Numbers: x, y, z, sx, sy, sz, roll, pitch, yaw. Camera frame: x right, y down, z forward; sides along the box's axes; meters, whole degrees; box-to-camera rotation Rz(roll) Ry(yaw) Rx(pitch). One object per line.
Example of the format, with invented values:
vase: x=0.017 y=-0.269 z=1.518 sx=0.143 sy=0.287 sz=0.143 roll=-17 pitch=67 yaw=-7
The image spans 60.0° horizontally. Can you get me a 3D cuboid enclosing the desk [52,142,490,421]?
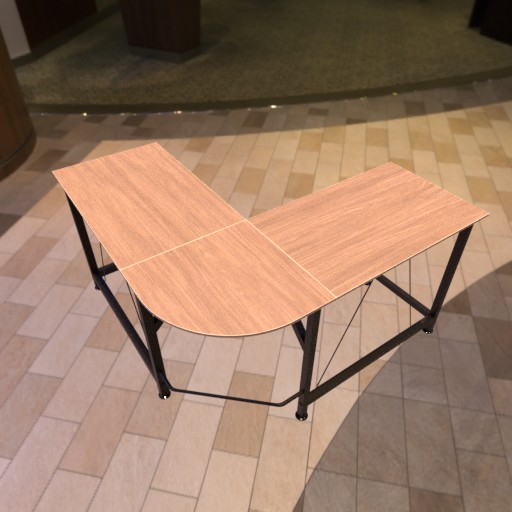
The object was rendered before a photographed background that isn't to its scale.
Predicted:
desk: x=0.000 y=0.000 z=2.227 sx=1.400 sy=0.762 sz=1.400 roll=-24 pitch=46 yaw=-26
